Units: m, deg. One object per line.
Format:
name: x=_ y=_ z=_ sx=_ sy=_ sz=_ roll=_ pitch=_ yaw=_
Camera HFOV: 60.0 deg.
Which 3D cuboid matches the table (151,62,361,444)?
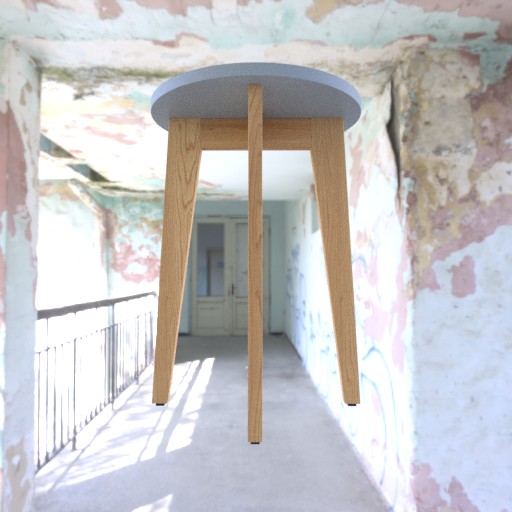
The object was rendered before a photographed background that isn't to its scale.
table: x=0.000 y=0.000 z=0.751 sx=0.350 sy=0.500 sz=0.350 roll=0 pitch=-2 yaw=0
